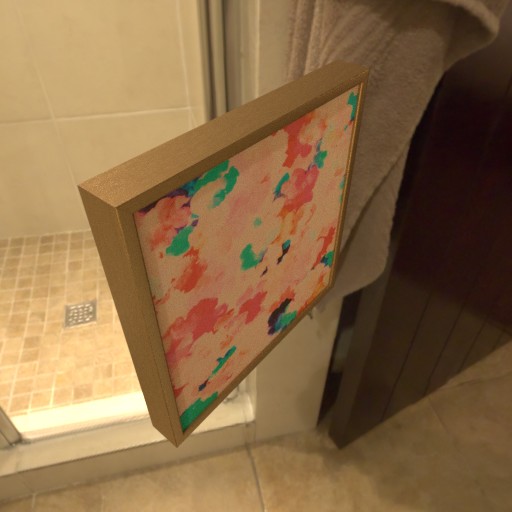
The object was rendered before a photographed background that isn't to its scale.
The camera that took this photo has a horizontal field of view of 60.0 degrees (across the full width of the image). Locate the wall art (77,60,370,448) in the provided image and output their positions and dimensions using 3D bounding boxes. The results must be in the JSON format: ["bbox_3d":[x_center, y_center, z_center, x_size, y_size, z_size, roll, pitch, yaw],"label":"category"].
[{"bbox_3d":[0.000,0.000,0.456,0.038,0.305,0.304,29,49,28],"label":"wall art"}]
